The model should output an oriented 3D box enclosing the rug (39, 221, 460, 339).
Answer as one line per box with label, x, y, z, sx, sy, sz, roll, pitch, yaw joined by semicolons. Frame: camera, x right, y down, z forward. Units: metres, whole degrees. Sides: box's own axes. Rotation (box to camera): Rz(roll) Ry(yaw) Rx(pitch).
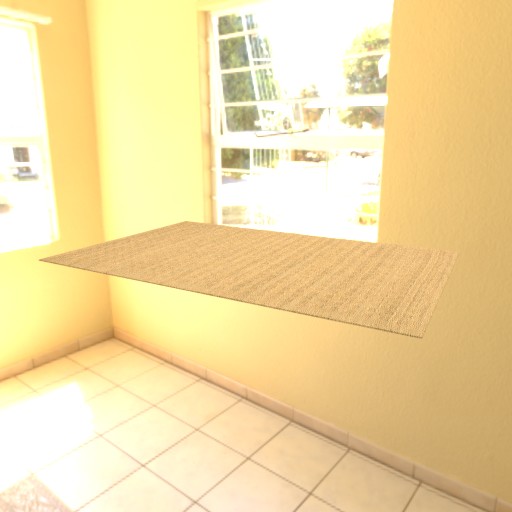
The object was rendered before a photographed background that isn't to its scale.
rug;0.000;0.000;2.198;1.752;0.006;1.142;8;17;28
